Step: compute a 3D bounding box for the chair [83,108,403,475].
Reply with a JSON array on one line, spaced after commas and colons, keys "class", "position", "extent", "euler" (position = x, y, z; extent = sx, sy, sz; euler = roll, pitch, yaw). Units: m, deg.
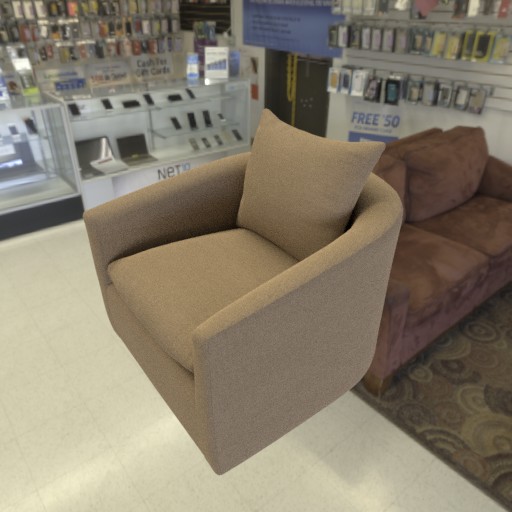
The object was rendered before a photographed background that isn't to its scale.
[{"class": "chair", "position": [0.000, 0.000, 1.567], "extent": [0.910, 0.848, 0.845], "euler": [-21, 37, -31]}]
